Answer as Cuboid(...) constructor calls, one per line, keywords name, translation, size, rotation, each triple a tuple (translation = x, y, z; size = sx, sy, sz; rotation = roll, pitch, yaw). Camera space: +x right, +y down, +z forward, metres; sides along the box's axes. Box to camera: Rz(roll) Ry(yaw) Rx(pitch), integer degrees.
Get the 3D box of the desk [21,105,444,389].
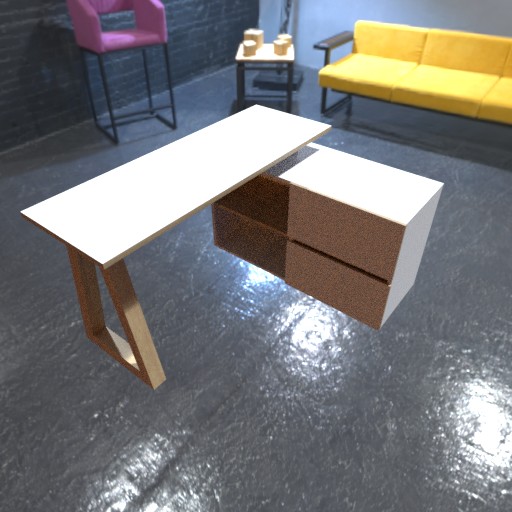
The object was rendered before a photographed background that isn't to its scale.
Cuboid(name="desk", translation=(0.000, 0.000, 2.028), size=(1.098, 0.755, 1.404), rotation=(26, 45, 29))
